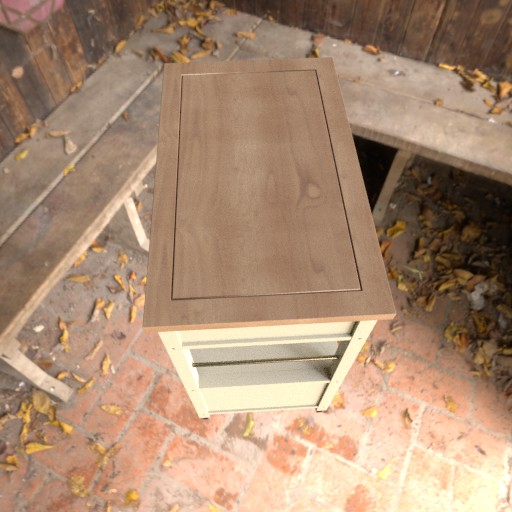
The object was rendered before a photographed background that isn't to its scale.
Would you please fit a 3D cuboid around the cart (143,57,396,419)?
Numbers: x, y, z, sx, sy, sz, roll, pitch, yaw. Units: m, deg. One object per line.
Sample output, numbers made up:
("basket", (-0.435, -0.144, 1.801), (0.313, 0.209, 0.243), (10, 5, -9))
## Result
("cart", (0.000, 0.000, 1.398), (0.459, 0.901, 0.840), (-3, 58, -2))
